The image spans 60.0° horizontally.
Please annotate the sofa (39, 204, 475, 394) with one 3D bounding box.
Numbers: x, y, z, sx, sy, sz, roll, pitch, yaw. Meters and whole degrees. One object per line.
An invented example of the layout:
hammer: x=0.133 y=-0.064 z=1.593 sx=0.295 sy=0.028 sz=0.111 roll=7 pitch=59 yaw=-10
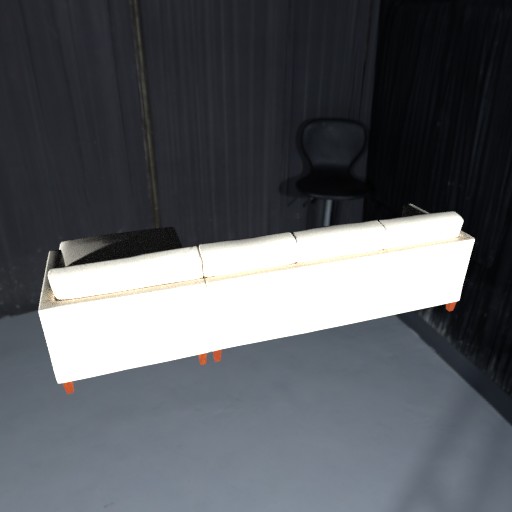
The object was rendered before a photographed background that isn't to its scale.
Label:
sofa: x=0.000 y=0.000 z=4.083 sx=3.471 sy=0.954 sz=1.603 roll=-9 pitch=29 yaw=-16
